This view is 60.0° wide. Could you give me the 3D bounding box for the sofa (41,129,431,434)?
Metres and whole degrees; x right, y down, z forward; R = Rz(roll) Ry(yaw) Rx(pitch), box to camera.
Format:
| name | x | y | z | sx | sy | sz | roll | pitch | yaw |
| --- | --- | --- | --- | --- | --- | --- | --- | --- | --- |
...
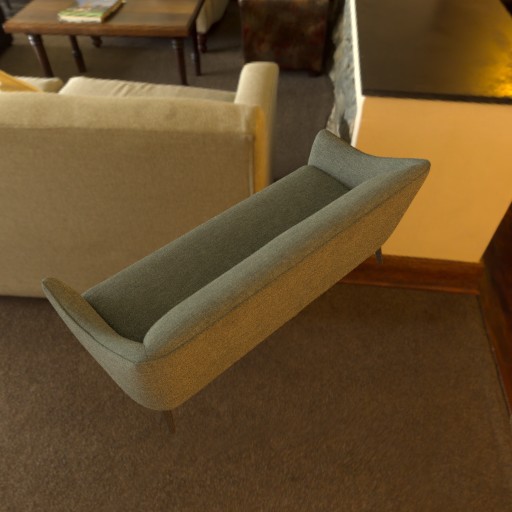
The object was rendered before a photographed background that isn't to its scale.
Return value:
| name | x | y | z | sx | sy | sz | roll | pitch | yaw |
| --- | --- | --- | --- | --- | --- | --- | --- | --- | --- |
| sofa | 0.000 | 0.000 | 2.381 | 1.928 | 0.829 | 0.867 | -34 | 55 | -27 |
